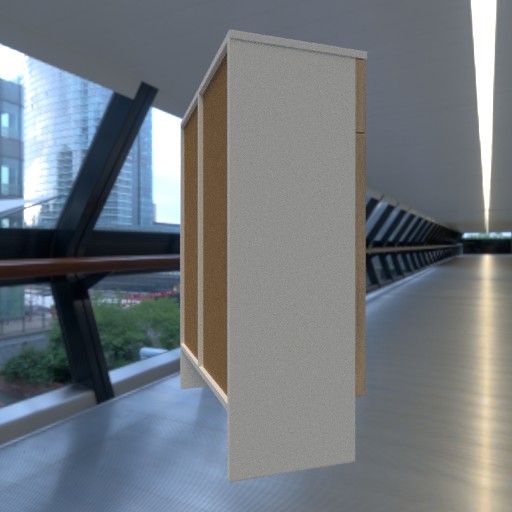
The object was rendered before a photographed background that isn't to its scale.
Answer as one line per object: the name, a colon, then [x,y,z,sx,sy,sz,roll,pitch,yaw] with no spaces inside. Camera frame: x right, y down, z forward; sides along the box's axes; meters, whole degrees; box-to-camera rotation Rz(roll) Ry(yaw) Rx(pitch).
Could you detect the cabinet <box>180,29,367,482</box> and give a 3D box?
cabinet: [0.000,0.000,1.128,0.296,0.815,0.600,0,0,-18]
